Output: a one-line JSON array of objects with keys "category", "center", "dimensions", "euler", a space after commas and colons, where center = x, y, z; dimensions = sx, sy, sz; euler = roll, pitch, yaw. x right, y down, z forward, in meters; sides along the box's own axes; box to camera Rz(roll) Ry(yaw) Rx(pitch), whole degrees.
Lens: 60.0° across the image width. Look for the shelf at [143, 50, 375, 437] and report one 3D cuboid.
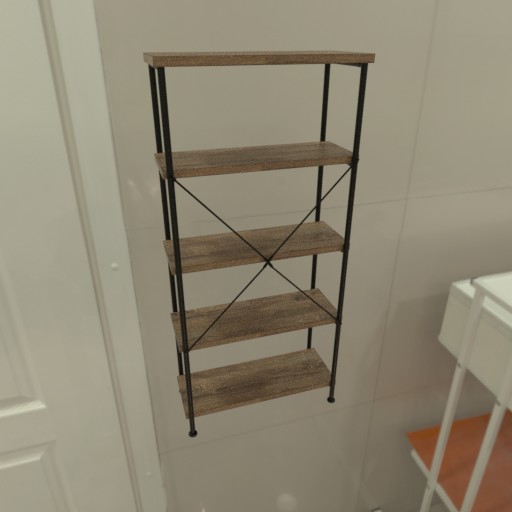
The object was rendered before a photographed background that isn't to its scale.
[{"category": "shelf", "center": [0.000, 0.000, 2.041], "dimensions": [0.800, 1.700, 0.360], "euler": [-8, 28, -16]}]
